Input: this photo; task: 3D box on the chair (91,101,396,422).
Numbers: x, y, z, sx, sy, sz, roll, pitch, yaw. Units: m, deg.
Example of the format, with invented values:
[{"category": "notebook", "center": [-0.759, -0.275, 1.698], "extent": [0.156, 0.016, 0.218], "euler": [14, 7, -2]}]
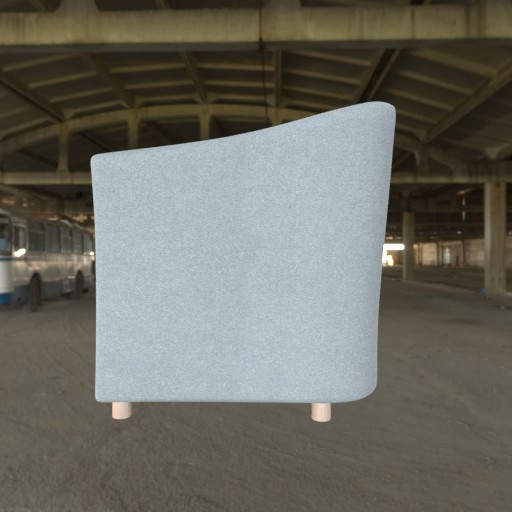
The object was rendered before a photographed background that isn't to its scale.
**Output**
[{"category": "chair", "center": [0.000, 0.000, 1.322], "extent": [0.700, 0.720, 0.790], "euler": [0, 0, 2]}]
